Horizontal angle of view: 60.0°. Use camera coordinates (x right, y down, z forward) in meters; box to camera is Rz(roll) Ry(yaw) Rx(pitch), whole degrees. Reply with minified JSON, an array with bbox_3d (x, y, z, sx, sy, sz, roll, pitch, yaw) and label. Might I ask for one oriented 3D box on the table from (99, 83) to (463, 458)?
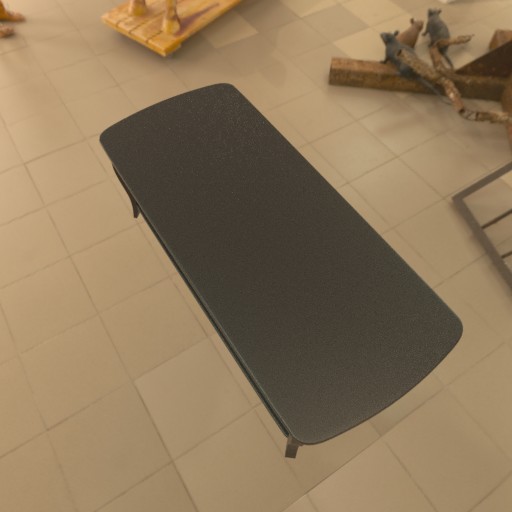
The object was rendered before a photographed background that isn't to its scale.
[{"bbox_3d":[0.000,0.000,1.596,0.571,0.457,1.333,-29,62,-17],"label":"table"}]
